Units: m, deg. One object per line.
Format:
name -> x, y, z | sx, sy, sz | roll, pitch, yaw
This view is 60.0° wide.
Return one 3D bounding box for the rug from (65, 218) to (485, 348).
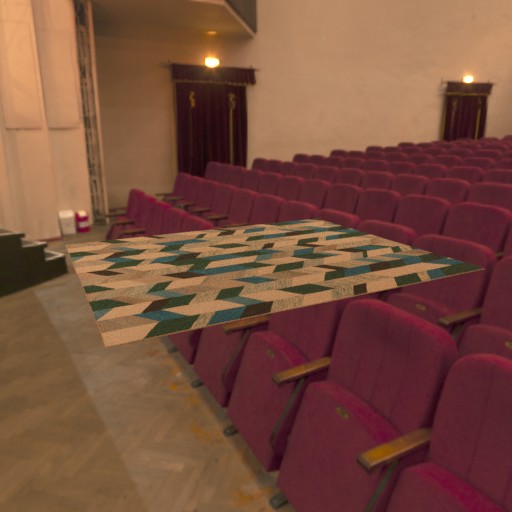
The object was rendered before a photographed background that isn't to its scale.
rug -> 0.000, 0.000, 4.048 | 3.036, 0.008, 2.440 | -8, 18, -26
